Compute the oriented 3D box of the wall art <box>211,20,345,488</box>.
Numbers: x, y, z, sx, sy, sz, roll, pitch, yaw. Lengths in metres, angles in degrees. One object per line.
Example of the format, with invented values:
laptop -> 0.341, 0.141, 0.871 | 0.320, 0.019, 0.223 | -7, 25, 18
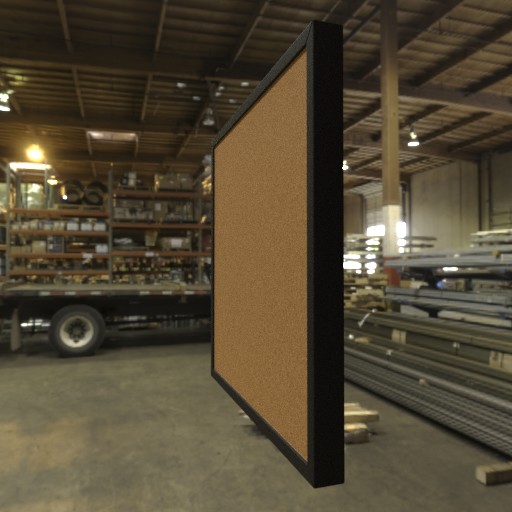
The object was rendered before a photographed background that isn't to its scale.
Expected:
wall art -> 0.000, 0.000, 0.725 | 0.037, 0.508, 0.508 | 0, -1, -18
